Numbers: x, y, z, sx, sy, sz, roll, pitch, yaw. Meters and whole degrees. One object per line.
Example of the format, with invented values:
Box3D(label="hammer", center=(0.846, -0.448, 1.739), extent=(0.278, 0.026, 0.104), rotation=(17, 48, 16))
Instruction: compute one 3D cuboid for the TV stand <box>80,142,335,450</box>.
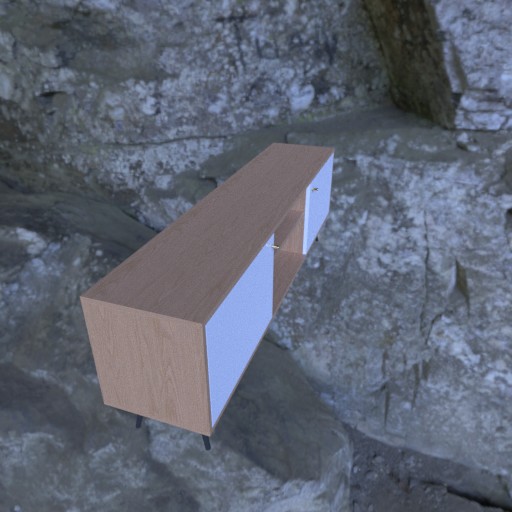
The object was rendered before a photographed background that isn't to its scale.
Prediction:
Box3D(label="TV stand", center=(0.000, 0.000, 2.023), extent=(0.400, 0.580, 1.760), rotation=(10, 30, 17))
